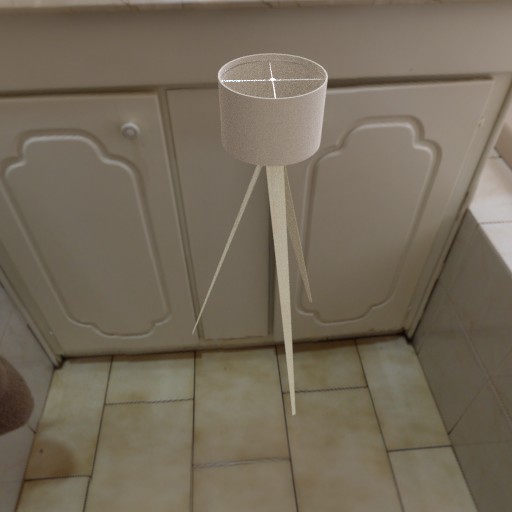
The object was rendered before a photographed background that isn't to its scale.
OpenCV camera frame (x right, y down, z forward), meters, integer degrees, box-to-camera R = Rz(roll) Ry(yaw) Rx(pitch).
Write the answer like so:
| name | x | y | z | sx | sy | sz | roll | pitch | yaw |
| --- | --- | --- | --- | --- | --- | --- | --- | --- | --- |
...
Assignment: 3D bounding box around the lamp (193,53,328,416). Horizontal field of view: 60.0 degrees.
| name | x | y | z | sx | sy | sz | roll | pitch | yaw |
| --- | --- | --- | --- | --- | --- | --- | --- | --- | --- |
| lamp | 0.000 | 0.000 | 1.910 | 0.716 | 1.524 | 0.724 | -2 | 45 | -2 |
